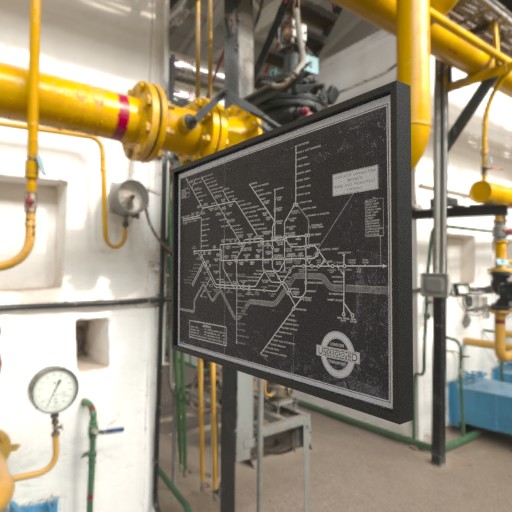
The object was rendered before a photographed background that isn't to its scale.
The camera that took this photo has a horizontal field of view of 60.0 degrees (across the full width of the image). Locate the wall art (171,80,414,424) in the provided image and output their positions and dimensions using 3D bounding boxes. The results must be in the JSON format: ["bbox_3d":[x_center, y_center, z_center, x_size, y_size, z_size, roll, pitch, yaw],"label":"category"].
[{"bbox_3d":[0.000,0.000,0.571,0.021,0.301,0.443,1,-2,-37],"label":"wall art"}]
